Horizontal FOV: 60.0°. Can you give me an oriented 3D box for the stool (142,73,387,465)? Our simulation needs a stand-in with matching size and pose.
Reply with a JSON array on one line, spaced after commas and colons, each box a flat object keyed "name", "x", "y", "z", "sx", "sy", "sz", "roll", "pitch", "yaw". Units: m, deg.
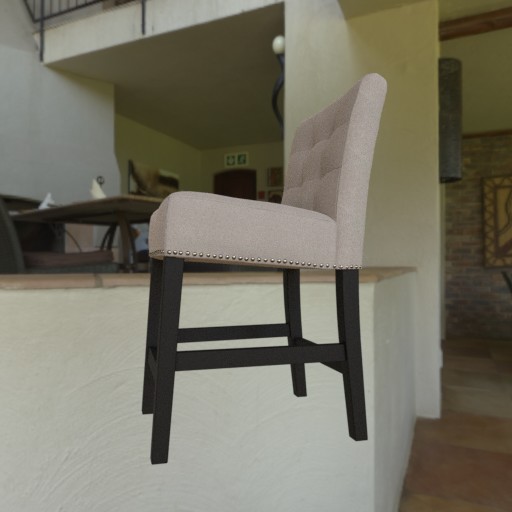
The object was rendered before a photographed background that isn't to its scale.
[{"name": "stool", "x": 0.000, "y": 0.000, "z": 1.183, "sx": 0.571, "sy": 0.885, "sz": 0.427, "roll": 0, "pitch": -1, "yaw": -18}]
